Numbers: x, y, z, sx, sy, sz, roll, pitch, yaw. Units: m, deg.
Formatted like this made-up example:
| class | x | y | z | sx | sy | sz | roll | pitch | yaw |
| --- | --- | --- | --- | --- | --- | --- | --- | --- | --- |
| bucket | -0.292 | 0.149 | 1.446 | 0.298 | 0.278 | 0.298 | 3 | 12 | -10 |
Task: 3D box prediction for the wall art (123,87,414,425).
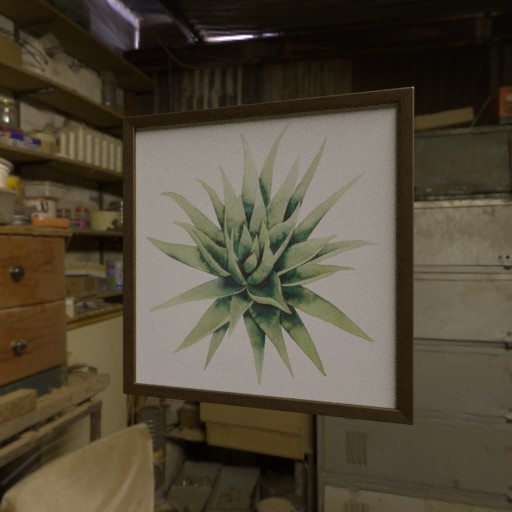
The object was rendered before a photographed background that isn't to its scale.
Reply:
| class | x | y | z | sx | sy | sz | roll | pitch | yaw |
| --- | --- | --- | --- | --- | --- | --- | --- | --- | --- |
| wall art | 0.000 | 0.000 | 0.752 | 0.503 | 0.506 | 0.030 | 0 | 0 | 17 |
